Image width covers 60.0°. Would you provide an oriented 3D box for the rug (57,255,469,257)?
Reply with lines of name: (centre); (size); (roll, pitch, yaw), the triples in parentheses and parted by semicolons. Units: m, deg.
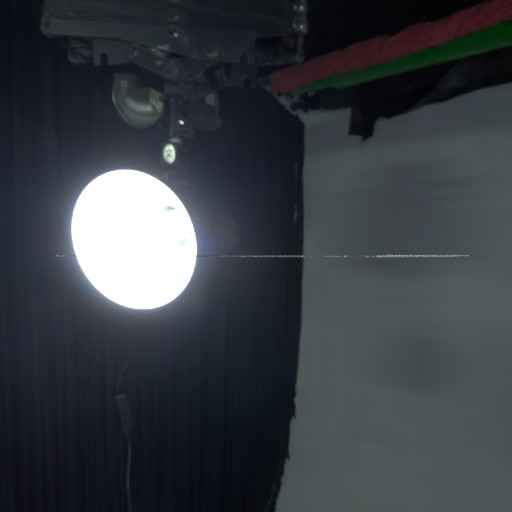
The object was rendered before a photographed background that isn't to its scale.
rug: (0.000, 0.000, 3.070); (2.440, 0.010, 1.528); (0, 0, 36)
